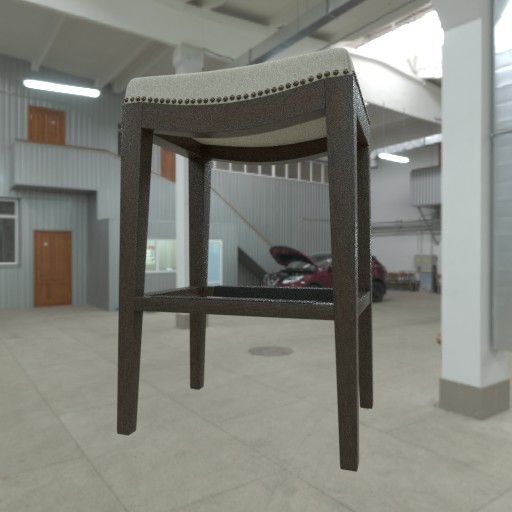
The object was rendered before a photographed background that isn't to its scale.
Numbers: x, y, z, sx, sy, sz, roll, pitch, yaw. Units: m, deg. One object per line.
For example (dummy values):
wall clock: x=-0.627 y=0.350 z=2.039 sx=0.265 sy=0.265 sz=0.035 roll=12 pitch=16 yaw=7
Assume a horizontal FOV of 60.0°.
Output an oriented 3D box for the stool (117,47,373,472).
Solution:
stool: x=0.000 y=0.000 z=1.019 sx=0.498 sy=0.759 sz=0.358 roll=0 pitch=0 yaw=19
